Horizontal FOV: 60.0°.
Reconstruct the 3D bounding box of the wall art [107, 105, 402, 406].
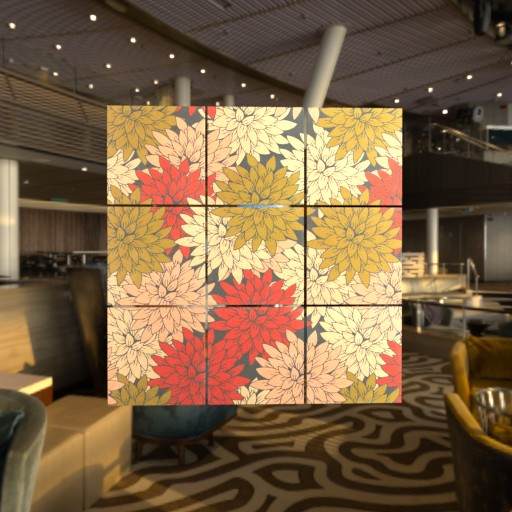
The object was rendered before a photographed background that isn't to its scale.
[{"bbox_3d":[0.000,0.000,2.294,1.519,1.534,0.013,0,0,-2],"label":"wall art"}]
